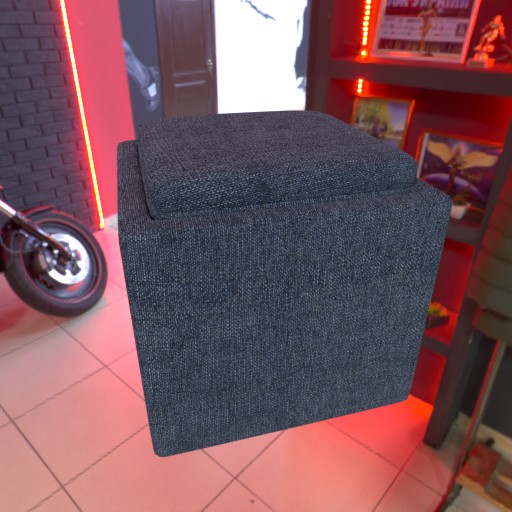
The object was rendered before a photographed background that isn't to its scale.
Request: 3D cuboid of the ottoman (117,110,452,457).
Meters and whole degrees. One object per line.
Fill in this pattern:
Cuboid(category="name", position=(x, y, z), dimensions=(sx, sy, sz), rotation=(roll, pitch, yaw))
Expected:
Cuboid(category="ottoman", position=(0.000, 0.000, 0.821), dimensions=(0.450, 0.460, 0.450), rotation=(-8, 30, -14))
